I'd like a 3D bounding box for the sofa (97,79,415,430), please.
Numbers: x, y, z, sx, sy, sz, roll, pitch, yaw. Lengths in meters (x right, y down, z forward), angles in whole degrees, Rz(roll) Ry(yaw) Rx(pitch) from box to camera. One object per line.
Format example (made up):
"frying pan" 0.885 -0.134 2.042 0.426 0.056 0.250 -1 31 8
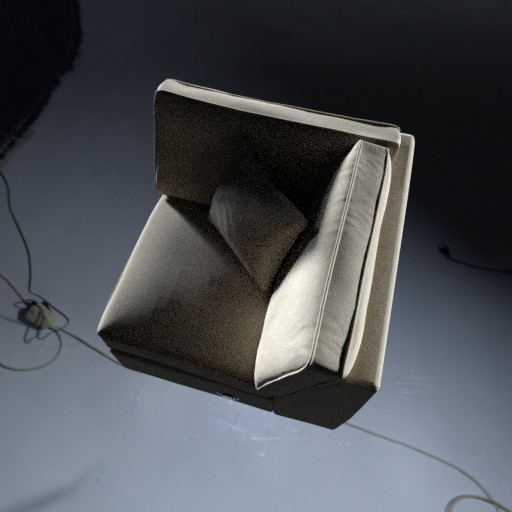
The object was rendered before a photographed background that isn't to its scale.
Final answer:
"sofa" 0.000 0.000 1.940 1.084 1.002 1.146 14 61 8
